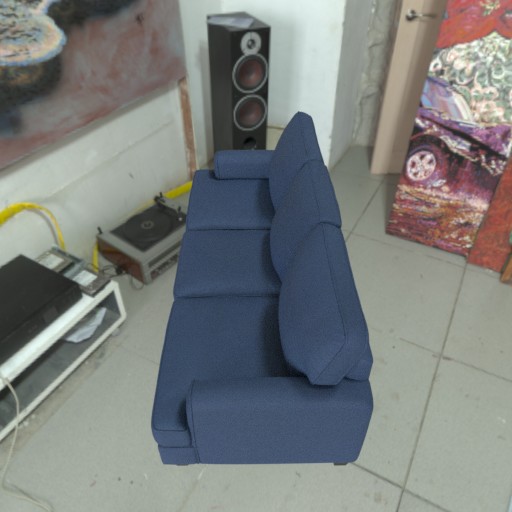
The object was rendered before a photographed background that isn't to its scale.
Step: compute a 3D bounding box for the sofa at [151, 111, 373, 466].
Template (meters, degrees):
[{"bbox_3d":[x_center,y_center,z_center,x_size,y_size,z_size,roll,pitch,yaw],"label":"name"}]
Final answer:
[{"bbox_3d":[0.000,0.000,2.635,0.951,0.965,2.158,-1,41,-1],"label":"sofa"}]
